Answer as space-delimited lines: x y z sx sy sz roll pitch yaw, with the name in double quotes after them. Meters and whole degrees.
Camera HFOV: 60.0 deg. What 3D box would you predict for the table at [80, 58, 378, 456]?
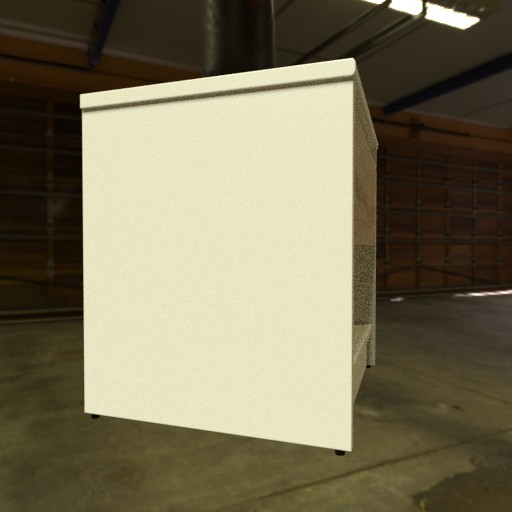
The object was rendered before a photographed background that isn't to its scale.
0.000 0.000 0.766 0.380 0.460 0.420 0 1 19 "table"
